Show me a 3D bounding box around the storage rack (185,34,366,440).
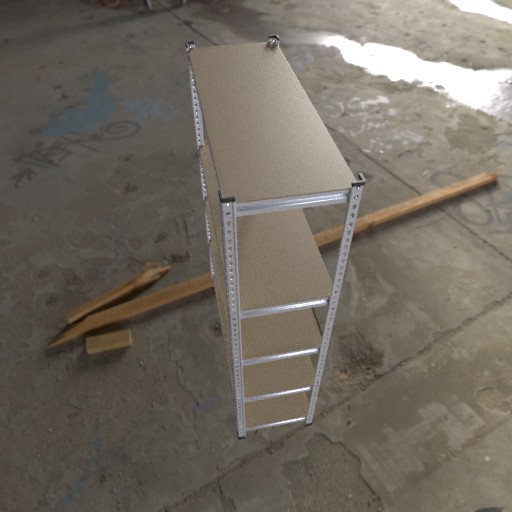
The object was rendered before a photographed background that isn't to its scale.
[{"bbox_3d":[0.000,0.000,2.412,0.457,1.829,1.219,-8,47,-8],"label":"storage rack"}]
